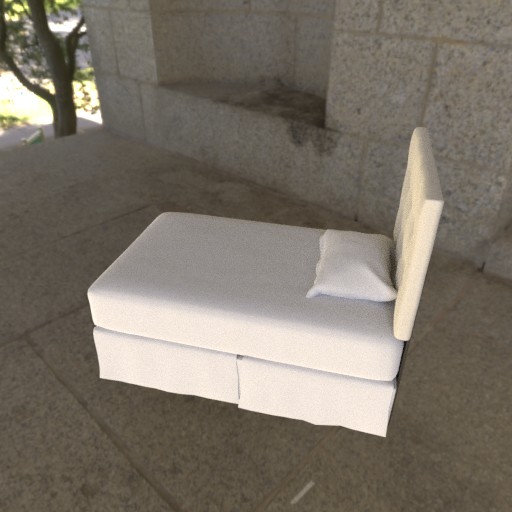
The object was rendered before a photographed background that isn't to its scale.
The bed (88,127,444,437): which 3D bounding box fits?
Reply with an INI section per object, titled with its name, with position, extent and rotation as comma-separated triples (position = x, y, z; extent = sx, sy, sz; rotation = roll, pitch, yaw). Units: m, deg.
[bed]
position = 0.000, 0.000, 2.983
extent = 1.997, 1.571, 1.261
rotation = 8, 33, 12
